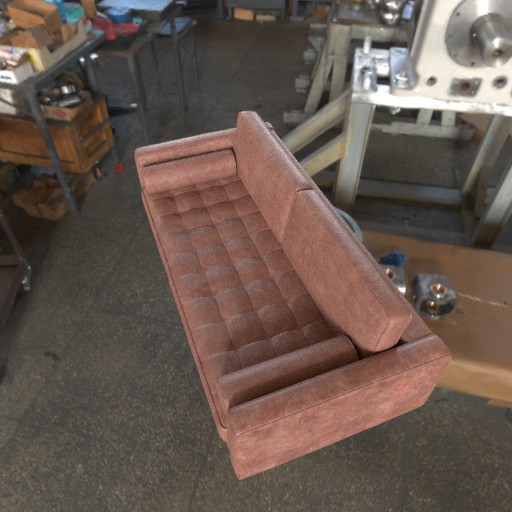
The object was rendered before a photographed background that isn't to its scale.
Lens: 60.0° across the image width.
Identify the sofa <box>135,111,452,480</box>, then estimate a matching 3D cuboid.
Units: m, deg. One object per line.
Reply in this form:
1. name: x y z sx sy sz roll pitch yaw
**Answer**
1. sofa: 0.000 0.000 2.291 0.910 0.760 1.870 -15 48 -14
